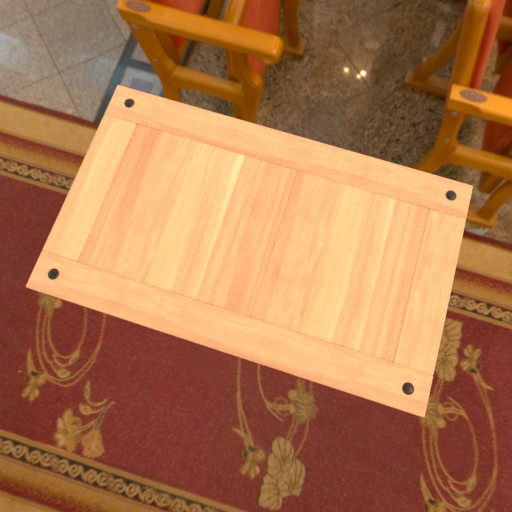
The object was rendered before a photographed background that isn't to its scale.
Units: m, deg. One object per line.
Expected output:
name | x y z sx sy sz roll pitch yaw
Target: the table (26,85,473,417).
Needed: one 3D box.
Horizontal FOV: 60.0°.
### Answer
table | 0.000 0.000 1.330 1.000 0.437 0.600 17 76 4
